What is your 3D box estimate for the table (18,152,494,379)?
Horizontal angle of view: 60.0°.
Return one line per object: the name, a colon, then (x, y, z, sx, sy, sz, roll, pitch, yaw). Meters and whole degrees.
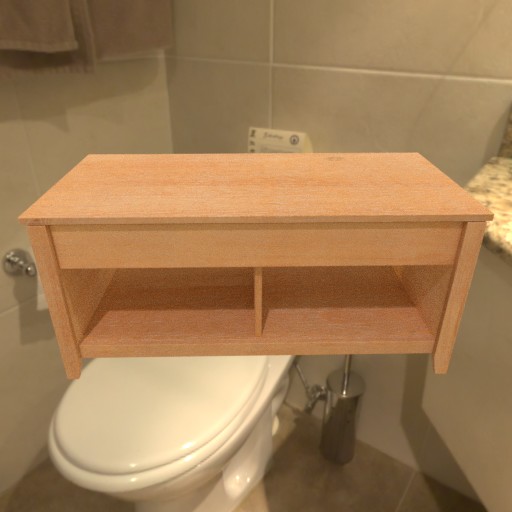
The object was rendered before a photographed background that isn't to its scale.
table: (0.000, 0.000, 1.264, 1.016, 0.457, 0.483, -1, 29, -1)
